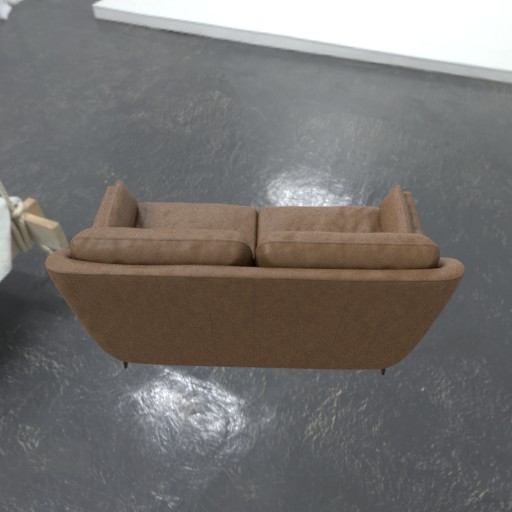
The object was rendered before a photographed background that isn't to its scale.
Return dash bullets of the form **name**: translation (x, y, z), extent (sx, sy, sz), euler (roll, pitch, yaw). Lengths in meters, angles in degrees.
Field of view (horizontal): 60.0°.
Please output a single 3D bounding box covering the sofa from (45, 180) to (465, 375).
- **sofa**: translation (0.000, 0.000, 2.287), extent (1.731, 0.886, 0.981), euler (1, 47, 1)
